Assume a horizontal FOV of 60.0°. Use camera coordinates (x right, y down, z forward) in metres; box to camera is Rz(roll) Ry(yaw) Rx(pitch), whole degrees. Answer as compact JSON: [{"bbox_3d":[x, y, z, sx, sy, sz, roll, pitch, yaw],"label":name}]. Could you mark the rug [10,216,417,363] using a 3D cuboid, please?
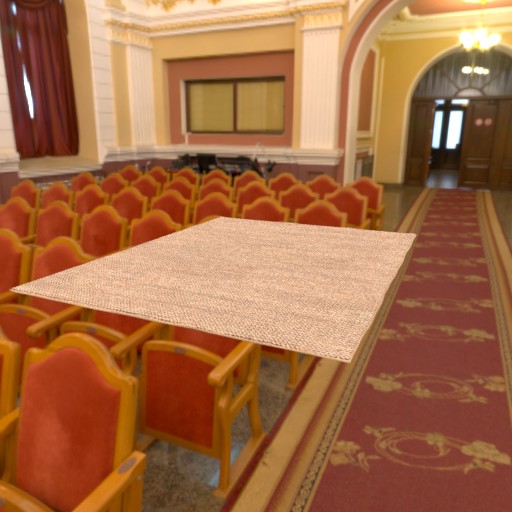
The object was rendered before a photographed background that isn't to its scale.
[{"bbox_3d":[0.000,0.000,3.960,2.429,0.030,3.052,7,17,24],"label":"rug"}]
